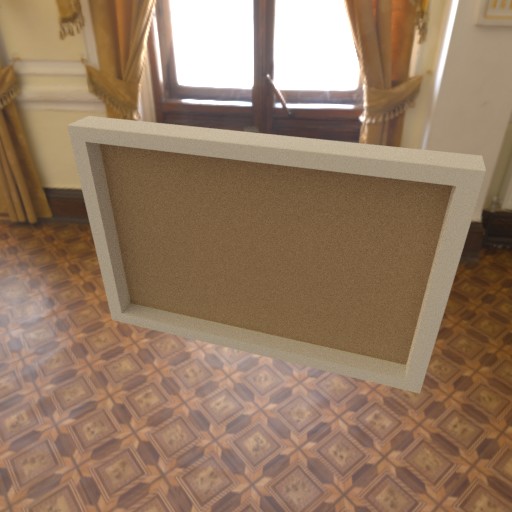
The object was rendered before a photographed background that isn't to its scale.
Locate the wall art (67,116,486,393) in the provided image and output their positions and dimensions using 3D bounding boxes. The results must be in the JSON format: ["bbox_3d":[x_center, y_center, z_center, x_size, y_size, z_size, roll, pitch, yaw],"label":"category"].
[{"bbox_3d":[0.000,0.000,0.473,0.384,0.254,0.039,10,34,16],"label":"wall art"}]
